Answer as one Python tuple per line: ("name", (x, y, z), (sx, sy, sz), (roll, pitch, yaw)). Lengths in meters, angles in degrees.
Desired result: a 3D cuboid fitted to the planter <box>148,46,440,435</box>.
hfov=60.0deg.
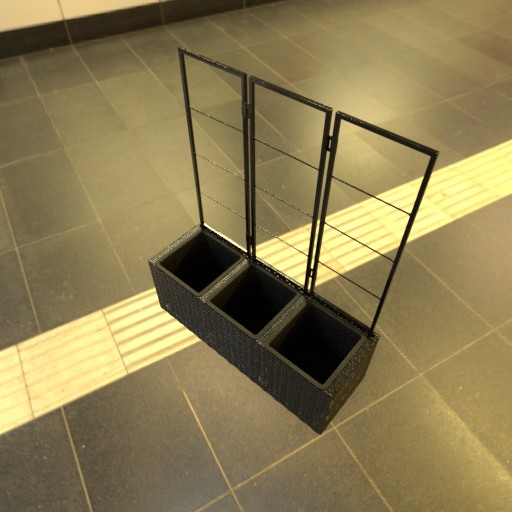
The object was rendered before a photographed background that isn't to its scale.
("planter", (0.000, 0.000, 1.177), (0.698, 0.841, 0.244), (33, 56, 26))
